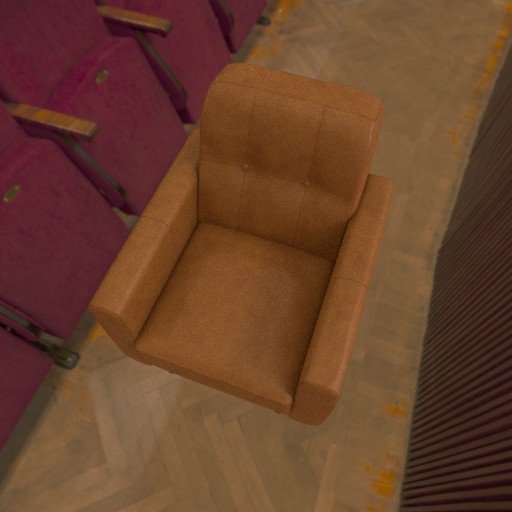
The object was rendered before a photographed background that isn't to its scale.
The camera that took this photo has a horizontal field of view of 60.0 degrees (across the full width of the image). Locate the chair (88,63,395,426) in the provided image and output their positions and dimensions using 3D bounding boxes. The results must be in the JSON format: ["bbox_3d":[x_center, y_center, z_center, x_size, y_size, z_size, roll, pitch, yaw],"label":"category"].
[{"bbox_3d":[0.000,0.000,1.674,0.845,0.968,0.942,17,61,10],"label":"chair"}]
